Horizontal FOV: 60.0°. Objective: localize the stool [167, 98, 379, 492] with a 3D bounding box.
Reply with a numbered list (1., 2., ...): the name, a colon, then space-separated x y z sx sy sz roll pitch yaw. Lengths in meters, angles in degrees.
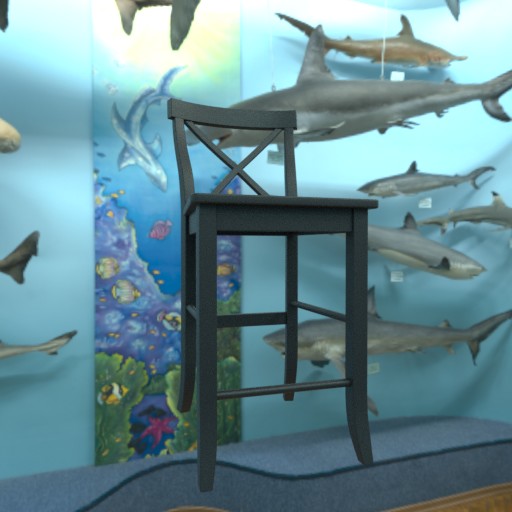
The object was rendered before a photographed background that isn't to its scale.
1. stool: 0.000 0.000 1.256 0.452 0.989 0.559 0 1 -17
